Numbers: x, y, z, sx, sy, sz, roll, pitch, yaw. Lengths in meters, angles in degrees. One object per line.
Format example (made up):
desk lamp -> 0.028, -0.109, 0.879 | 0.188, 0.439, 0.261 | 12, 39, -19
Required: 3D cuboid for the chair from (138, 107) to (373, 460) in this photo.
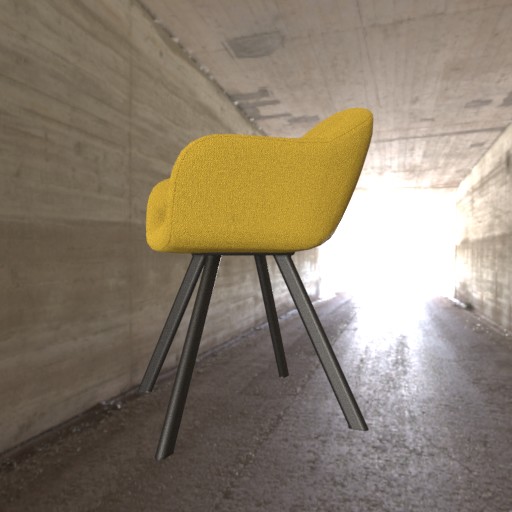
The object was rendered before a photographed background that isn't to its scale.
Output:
chair -> 0.000, 0.000, 1.150 | 0.565, 0.775, 0.545 | 0, 1, -19
